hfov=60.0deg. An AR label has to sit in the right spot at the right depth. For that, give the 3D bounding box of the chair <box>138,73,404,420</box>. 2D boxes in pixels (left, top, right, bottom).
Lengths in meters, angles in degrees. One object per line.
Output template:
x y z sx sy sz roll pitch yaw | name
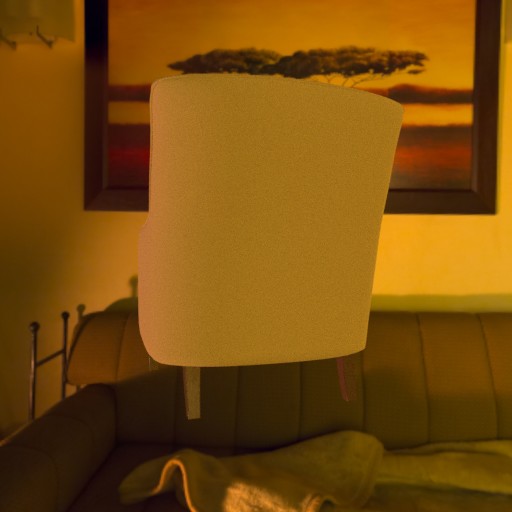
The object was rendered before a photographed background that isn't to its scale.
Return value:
0.000 0.000 1.523 0.756 0.916 0.879 0 0 -18 | chair
